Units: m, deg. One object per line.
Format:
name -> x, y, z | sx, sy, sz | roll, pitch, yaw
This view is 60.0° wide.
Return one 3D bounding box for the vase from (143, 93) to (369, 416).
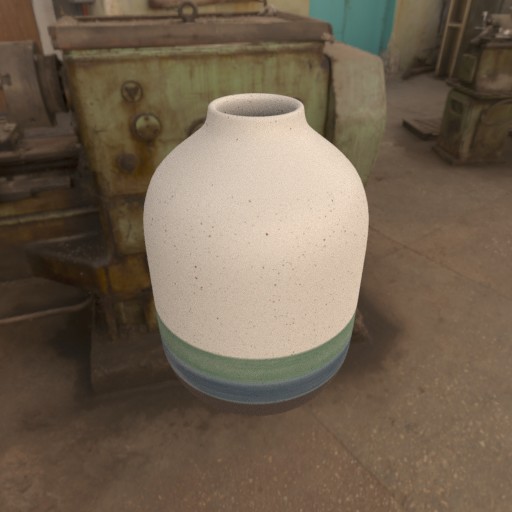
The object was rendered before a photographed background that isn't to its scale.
vase -> 0.000, 0.000, 0.359 | 0.169, 0.240, 0.169 | 0, 33, 0
